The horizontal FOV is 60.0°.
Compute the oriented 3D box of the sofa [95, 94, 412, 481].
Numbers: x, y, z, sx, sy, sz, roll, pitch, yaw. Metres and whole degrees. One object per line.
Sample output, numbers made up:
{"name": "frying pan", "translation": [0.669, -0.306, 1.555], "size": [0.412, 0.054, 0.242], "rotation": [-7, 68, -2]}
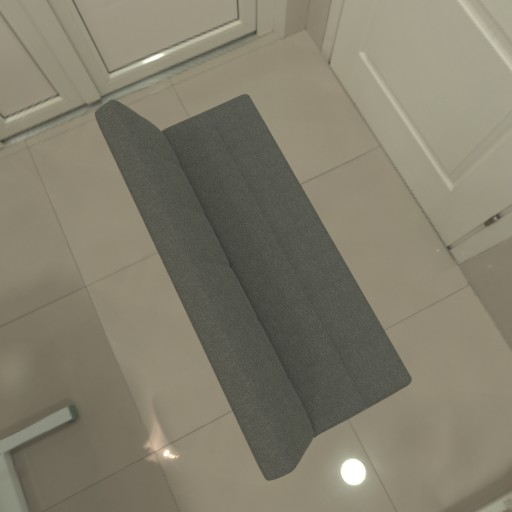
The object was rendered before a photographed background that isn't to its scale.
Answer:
{"name": "sofa", "translation": [0.000, 0.000, 2.256], "size": [0.820, 0.770, 1.820], "rotation": [-26, 77, -7]}
